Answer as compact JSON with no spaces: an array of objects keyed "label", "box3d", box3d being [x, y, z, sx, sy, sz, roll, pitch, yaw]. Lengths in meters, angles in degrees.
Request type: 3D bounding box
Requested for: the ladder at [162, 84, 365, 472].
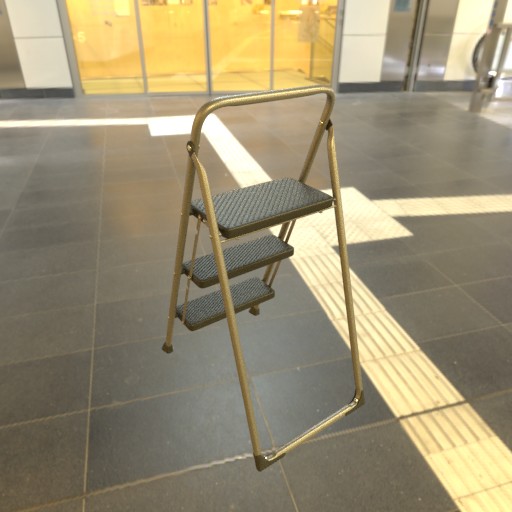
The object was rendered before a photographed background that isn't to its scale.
[{"label":"ladder","box3d":[0.000,0.000,1.303,0.430,0.945,0.629,-19,35,-30]}]
